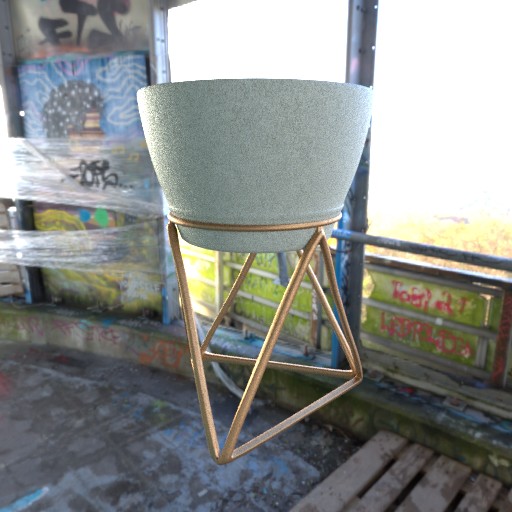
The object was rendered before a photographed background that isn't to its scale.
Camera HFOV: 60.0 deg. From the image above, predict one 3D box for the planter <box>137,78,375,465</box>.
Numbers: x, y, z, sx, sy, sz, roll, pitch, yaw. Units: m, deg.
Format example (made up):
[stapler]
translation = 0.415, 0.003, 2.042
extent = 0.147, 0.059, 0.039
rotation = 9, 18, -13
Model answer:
[planter]
translation = 0.000, 0.000, 0.733
extent = 0.350, 0.504, 0.350
rotation = -13, 19, -42
